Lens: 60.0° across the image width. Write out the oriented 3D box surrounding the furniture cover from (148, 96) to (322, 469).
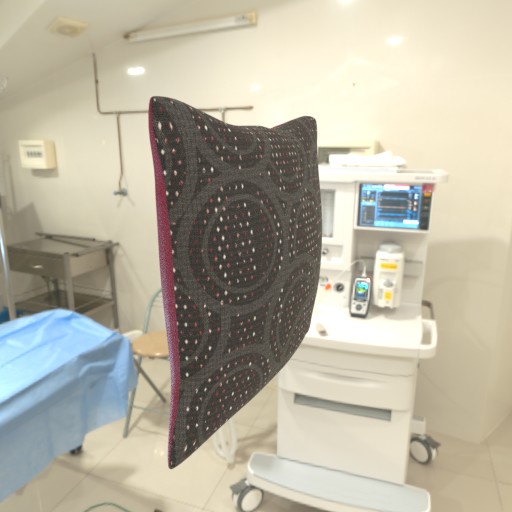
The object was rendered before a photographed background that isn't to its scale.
[{"bbox_3d":[0.000,0.000,0.807,0.193,0.509,0.552,7,16,26],"label":"furniture cover"}]
